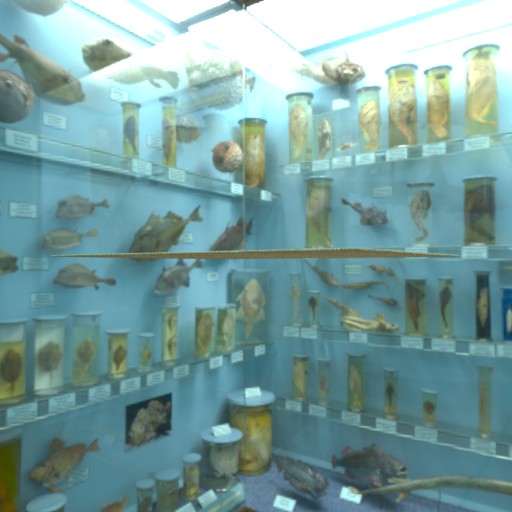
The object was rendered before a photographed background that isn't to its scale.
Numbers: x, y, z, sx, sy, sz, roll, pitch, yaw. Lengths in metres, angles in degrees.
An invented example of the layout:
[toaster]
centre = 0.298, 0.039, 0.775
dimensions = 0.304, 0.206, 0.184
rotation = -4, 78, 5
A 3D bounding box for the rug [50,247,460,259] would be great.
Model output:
[rug]
centre = 0.000, 0.000, 4.339
dimensions = 3.198, 0.016, 2.425
rotation = -1, -1, 36
